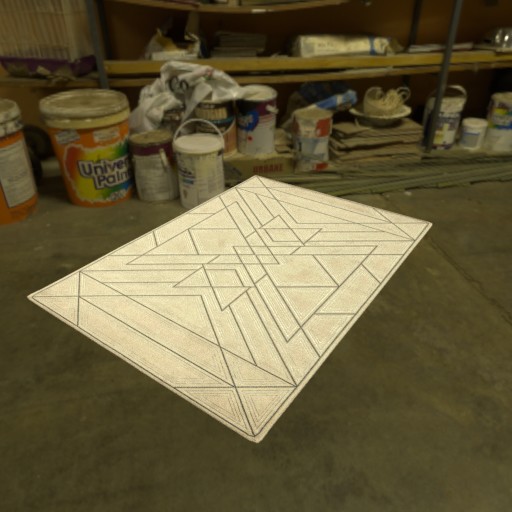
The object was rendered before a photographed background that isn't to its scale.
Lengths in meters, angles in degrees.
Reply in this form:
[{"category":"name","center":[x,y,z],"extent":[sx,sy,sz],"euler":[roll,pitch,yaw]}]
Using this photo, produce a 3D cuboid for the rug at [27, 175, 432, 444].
[{"category":"rug","center":[0.000,0.000,4.355],"extent":[2.436,0.026,3.381],"euler":[21,38,29]}]
